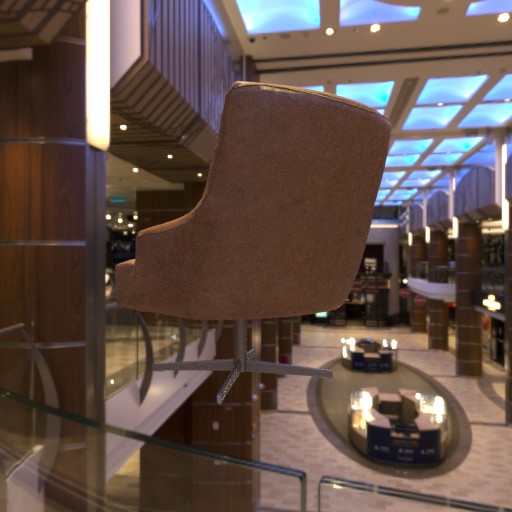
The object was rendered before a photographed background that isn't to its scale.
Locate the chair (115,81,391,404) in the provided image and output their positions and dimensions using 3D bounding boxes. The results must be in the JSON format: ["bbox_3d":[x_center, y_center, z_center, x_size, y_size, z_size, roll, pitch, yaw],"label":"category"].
[{"bbox_3d":[0.000,0.000,1.549,0.729,0.869,0.874,0,0,-36],"label":"chair"}]
